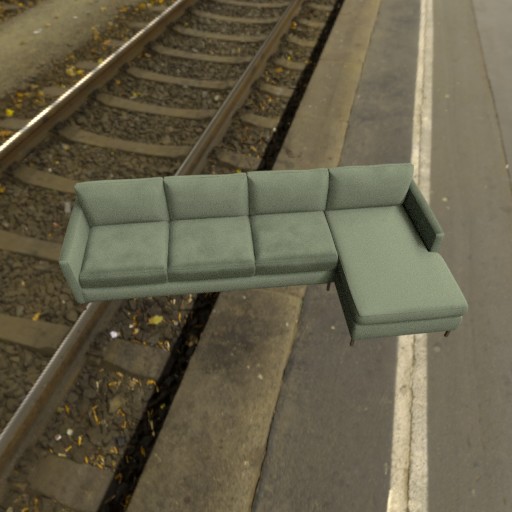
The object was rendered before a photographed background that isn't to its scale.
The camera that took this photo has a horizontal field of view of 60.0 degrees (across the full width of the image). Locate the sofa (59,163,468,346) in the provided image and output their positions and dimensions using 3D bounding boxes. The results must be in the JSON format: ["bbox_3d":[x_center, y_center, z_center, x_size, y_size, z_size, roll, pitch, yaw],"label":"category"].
[{"bbox_3d":[0.000,0.000,3.246,2.725,0.756,1.255,-4,47,-4],"label":"sofa"}]
